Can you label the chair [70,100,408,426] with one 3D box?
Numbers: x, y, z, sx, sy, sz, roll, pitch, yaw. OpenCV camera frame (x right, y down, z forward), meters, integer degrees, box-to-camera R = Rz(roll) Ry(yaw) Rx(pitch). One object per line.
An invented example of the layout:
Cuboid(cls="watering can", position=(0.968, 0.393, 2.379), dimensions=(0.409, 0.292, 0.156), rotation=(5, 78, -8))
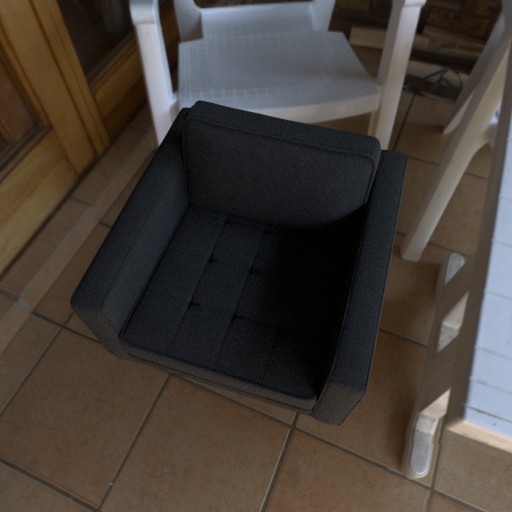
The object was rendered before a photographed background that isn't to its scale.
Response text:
Cuboid(cls="chair", position=(0.000, 0.000, 1.610), dimensions=(0.899, 0.770, 0.919), rotation=(15, 59, 9))
